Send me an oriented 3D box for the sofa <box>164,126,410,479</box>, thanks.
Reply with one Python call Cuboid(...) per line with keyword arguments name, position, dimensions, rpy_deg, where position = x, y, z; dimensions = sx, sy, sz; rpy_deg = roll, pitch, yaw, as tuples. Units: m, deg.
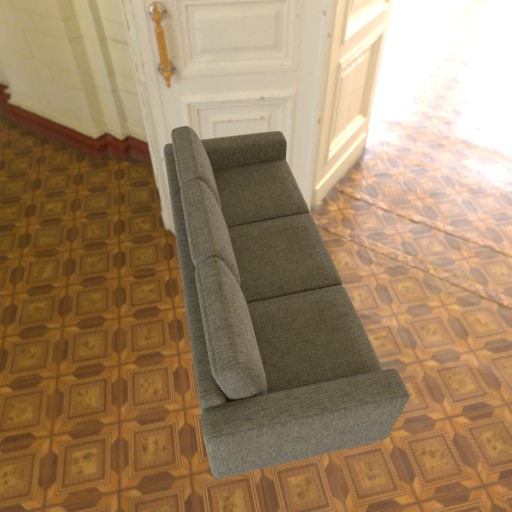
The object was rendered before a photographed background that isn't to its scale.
Cuboid(name="sofa", position=(0.000, 0.000, 2.640), dimensions=(0.900, 0.800, 2.160), rpy_deg=(-9, 48, -8))
